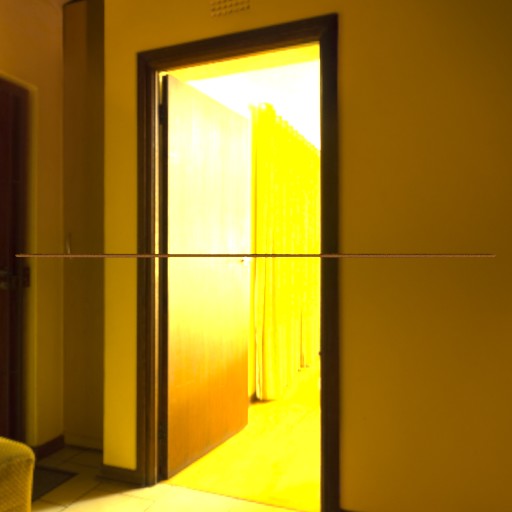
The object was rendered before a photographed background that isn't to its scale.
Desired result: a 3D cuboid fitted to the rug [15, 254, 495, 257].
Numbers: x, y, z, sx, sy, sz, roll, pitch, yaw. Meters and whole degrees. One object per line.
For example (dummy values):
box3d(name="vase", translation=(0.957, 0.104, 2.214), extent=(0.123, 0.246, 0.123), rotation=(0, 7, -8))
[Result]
box3d(name="rug", translation=(0.000, 0.000, 1.421), extent=(1.220, 0.007, 0.605), rotation=(0, 0, 0))
